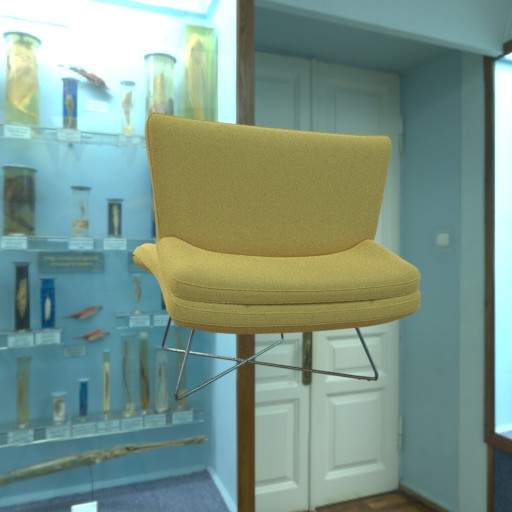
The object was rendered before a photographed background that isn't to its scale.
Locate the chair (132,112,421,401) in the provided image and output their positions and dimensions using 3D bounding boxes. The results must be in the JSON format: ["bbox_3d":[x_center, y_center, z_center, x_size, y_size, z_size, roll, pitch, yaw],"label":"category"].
[{"bbox_3d":[0.000,0.000,1.668,0.859,0.855,1.008,0,0,-18],"label":"chair"}]
